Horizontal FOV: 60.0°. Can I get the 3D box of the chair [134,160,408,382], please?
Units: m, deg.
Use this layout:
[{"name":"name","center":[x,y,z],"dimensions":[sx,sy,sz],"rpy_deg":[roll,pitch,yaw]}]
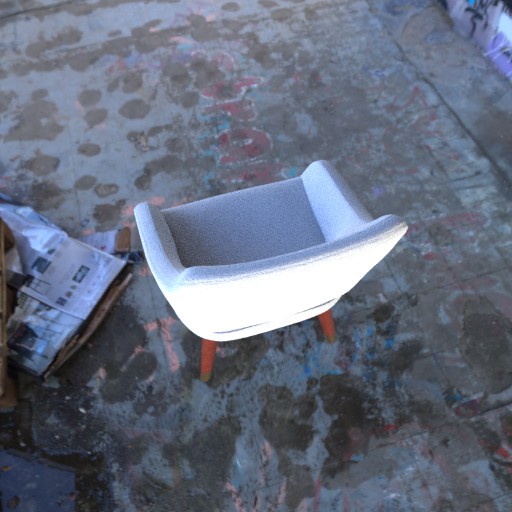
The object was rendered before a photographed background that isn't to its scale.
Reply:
[{"name":"chair","center":[0.000,0.000,1.292],"dimensions":[0.609,0.889,0.600],"rpy_deg":[-15,60,-9]}]
